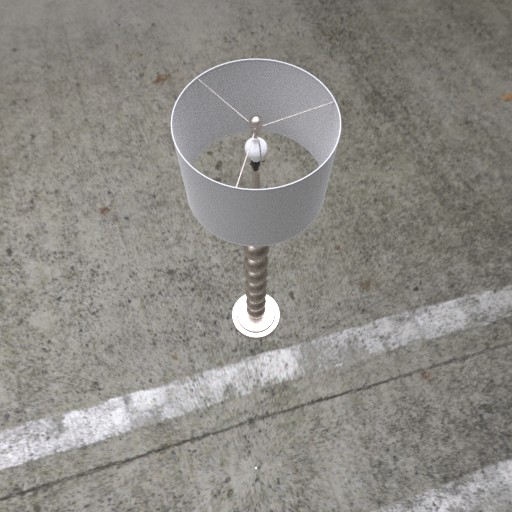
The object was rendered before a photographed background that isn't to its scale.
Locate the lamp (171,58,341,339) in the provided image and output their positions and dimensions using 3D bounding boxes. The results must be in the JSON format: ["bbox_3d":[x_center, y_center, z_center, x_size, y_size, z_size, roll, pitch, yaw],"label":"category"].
[{"bbox_3d":[0.000,0.000,1.678,0.394,1.474,0.394,-16,65,-7],"label":"lamp"}]
